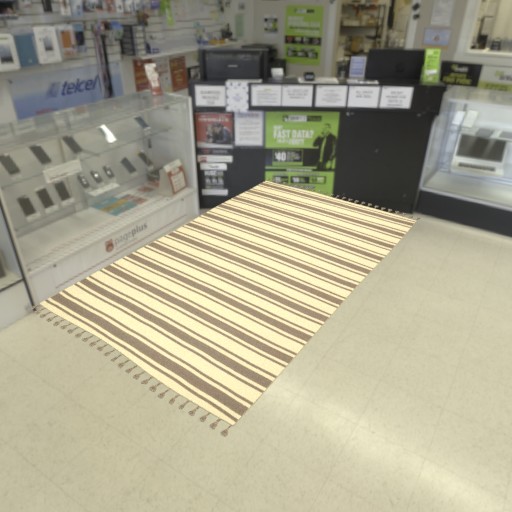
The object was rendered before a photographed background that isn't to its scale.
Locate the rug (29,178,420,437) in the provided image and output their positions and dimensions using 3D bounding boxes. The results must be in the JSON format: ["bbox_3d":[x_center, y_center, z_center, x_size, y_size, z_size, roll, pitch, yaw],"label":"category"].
[{"bbox_3d":[0.000,0.000,2.561,1.229,0.011,2.096,21,37,30],"label":"rug"}]
